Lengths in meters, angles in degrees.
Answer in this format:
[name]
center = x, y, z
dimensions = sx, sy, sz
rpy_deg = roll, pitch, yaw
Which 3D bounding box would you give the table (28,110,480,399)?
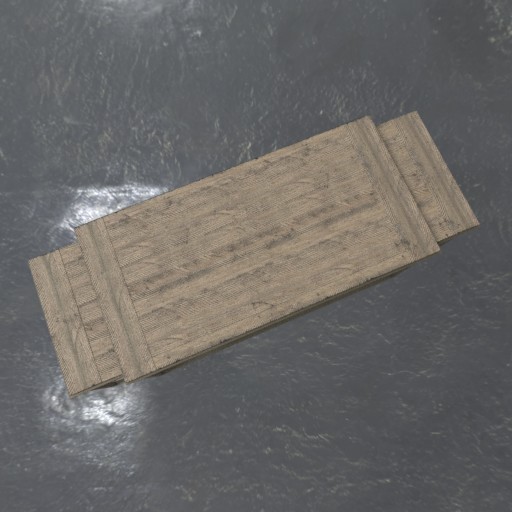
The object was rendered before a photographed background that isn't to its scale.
[table]
center = 0.000, 0.000, 1.506
dimensions = 1.312, 0.427, 0.489
rpy_deg = -22, 77, -5
